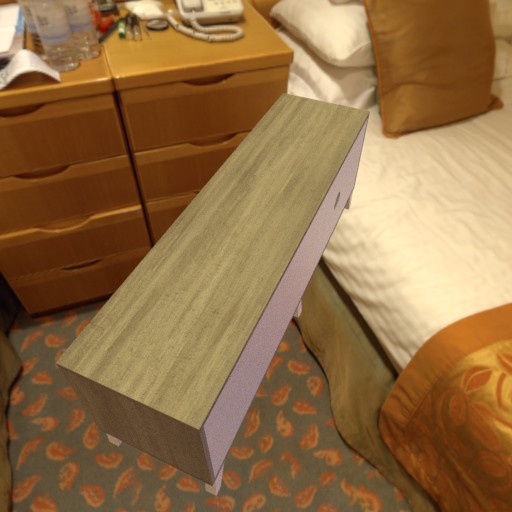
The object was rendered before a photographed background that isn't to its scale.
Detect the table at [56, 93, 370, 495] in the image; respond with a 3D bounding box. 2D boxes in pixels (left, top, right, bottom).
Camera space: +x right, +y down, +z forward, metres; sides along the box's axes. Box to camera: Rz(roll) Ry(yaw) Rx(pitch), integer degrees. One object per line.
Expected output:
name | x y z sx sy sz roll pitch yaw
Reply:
table | 0.000 0.000 1.685 0.400 0.530 1.500 18 50 16
